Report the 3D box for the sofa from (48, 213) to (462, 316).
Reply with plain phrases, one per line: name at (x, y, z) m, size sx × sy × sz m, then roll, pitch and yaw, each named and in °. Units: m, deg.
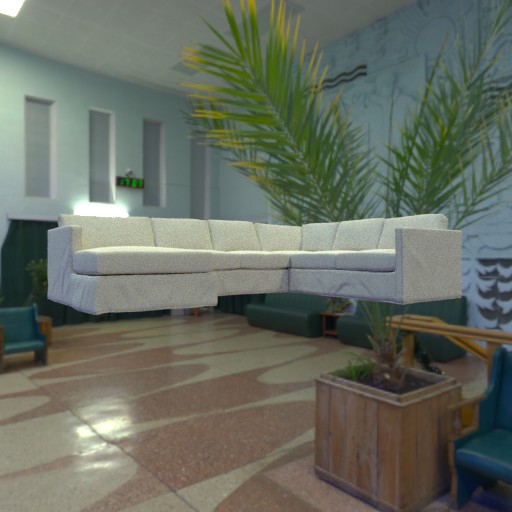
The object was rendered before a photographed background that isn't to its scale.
sofa at (0.000, 0.000, 4.463) m, size 3.464 × 0.882 × 2.448 m, roll 0°, pitch 0°, yaw -37°
